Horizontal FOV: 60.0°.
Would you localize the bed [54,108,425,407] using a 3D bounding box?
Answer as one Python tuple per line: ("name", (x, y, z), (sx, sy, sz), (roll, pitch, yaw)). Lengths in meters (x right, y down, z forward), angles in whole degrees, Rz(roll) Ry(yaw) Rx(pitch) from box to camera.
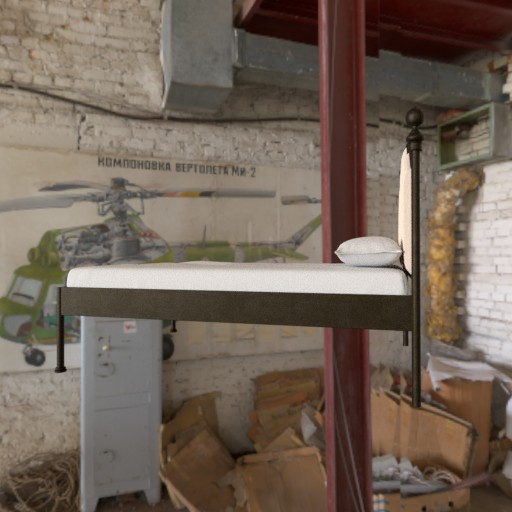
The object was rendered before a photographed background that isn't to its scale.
("bed", (0.000, 0.000, 3.271), (2.224, 1.499, 1.642), (0, 0, 17))
